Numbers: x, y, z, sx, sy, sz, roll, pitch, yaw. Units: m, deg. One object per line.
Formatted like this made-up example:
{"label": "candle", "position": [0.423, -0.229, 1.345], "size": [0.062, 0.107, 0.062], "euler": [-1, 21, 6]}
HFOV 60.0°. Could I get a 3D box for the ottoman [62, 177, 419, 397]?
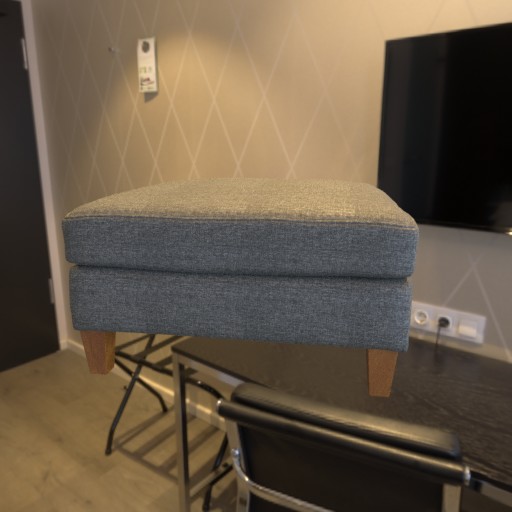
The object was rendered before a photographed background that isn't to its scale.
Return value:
{"label": "ottoman", "position": [0.000, 0.000, 1.424], "size": [0.838, 0.481, 0.838], "euler": [2, 14, 8]}
